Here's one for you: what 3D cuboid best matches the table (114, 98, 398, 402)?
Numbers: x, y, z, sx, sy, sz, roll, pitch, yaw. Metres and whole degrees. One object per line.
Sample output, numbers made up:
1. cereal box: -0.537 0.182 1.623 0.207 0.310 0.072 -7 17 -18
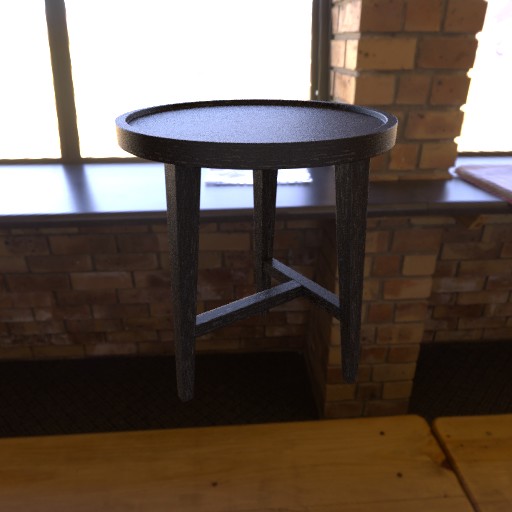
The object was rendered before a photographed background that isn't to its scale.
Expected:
1. table: 0.000 0.000 0.749 0.399 0.460 0.399 0 26 0
